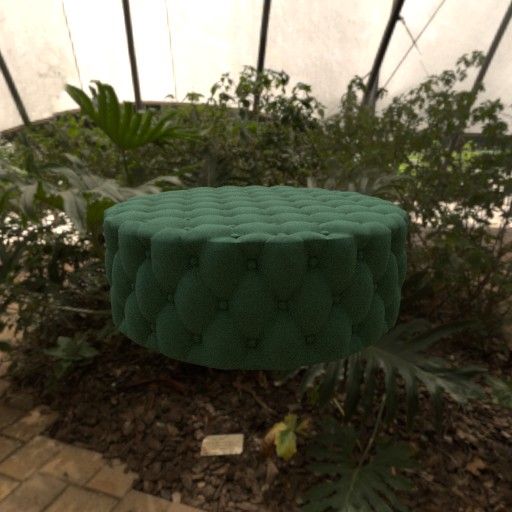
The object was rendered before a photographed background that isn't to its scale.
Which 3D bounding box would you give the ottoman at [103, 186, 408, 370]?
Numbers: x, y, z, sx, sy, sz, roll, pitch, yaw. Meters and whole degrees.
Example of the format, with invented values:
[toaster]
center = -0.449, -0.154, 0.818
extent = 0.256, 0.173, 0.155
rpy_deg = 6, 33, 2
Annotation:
[ottoman]
center = 0.000, 0.000, 1.545
extent = 0.998, 0.399, 0.998
rpy_deg = 0, 16, 0
